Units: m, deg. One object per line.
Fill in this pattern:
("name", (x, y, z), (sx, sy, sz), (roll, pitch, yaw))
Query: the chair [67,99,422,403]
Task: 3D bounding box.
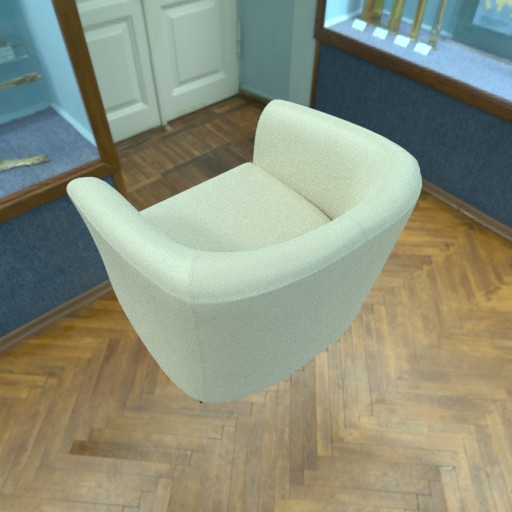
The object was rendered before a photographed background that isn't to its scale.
("chair", (0.000, 0.000, 1.356), (0.792, 0.756, 0.727), (-30, 54, -25))
